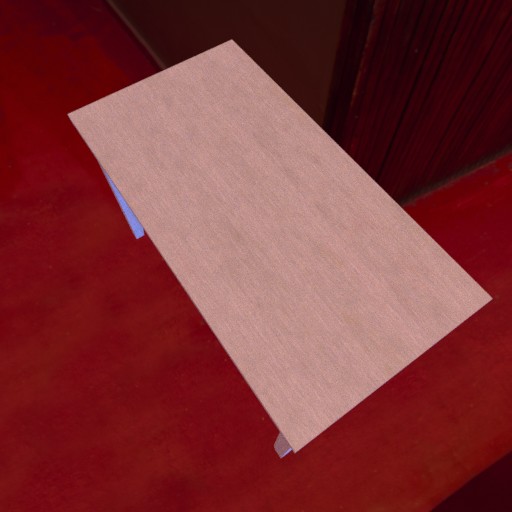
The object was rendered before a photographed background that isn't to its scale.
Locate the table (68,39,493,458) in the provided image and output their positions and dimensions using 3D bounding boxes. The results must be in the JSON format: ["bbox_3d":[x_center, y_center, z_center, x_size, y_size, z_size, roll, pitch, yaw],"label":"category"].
[{"bbox_3d":[0.000,0.000,1.862,0.729,0.874,1.397,-32,67,-15],"label":"table"}]
